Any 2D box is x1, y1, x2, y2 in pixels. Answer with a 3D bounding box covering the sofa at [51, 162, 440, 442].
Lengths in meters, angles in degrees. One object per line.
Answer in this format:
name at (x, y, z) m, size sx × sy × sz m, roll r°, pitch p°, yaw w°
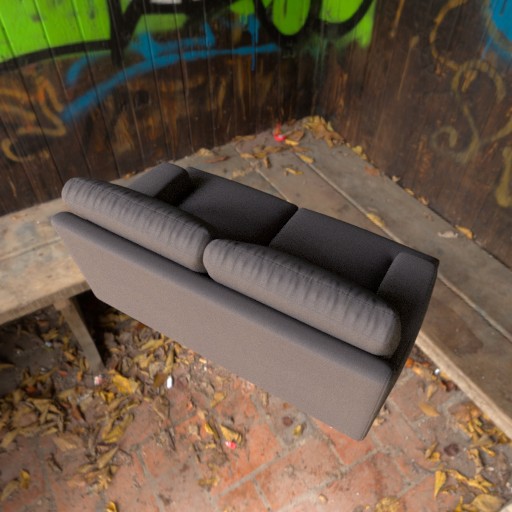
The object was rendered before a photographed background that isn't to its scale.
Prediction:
sofa at (0.000, 0.000, 2.500) m, size 1.880 × 0.940 × 1.143 m, roll 23°, pitch 51°, yaw 21°
